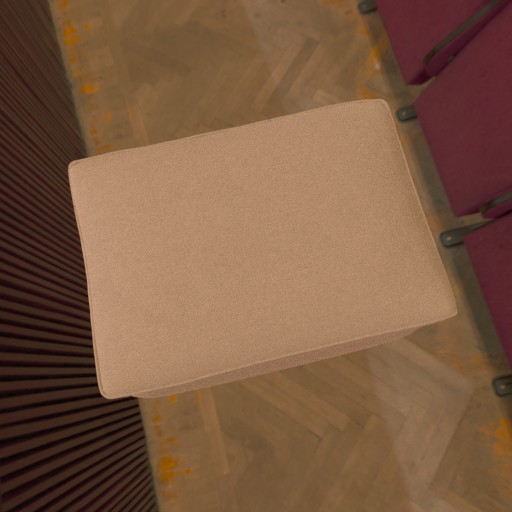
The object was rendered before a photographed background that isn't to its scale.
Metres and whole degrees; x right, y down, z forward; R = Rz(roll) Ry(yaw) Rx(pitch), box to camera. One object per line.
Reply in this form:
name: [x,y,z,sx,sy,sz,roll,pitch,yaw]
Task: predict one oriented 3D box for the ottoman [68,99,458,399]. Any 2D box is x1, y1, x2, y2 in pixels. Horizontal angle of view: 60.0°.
ottoman: [0.000,0.000,0.983,0.665,0.456,0.501,-13,76,-3]
